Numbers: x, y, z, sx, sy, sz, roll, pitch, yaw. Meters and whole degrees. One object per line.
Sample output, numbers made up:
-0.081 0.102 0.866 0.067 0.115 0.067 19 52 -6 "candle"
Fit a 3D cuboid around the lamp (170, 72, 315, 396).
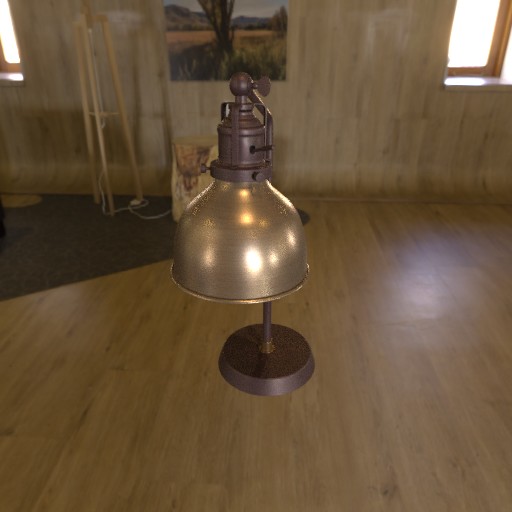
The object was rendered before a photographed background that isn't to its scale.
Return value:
0.000 0.000 0.600 0.175 0.469 0.298 9 28 17 "lamp"
